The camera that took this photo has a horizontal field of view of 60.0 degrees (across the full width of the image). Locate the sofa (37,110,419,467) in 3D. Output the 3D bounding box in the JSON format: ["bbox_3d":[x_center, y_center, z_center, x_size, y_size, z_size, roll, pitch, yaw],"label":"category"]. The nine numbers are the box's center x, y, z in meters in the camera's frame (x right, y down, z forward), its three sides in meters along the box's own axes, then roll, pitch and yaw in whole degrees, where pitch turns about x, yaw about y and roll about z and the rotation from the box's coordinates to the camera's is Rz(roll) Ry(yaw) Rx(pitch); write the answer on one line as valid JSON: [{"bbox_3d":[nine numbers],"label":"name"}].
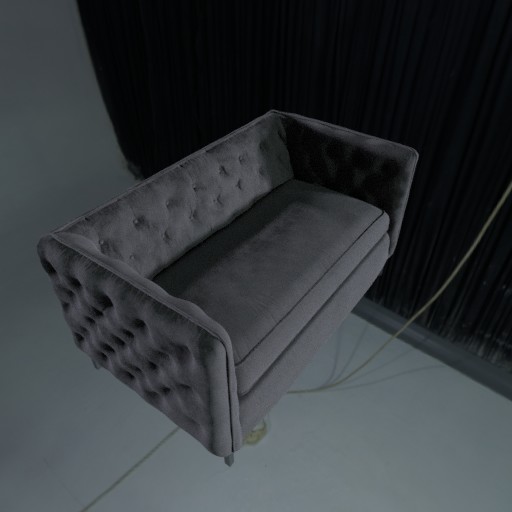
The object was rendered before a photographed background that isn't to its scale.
[{"bbox_3d":[0.000,0.000,2.132,0.909,0.810,1.583,26,46,27],"label":"sofa"}]
